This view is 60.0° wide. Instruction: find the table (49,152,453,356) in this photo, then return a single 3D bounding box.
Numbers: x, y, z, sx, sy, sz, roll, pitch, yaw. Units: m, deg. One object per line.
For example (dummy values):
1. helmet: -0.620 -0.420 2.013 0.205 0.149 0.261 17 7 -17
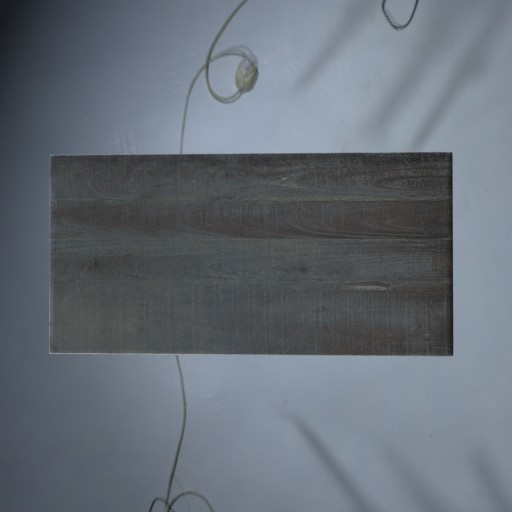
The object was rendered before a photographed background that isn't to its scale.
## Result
1. table: 0.000 0.000 1.007 0.599 0.701 0.300 0 90 2
